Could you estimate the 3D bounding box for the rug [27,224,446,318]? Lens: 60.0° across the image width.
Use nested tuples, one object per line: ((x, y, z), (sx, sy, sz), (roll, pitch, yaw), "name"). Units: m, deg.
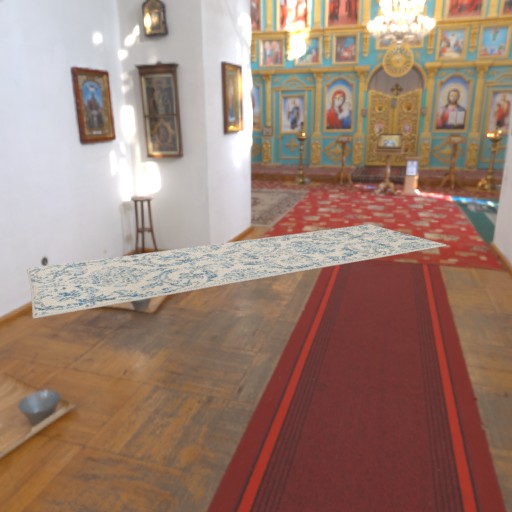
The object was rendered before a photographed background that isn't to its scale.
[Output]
((0.000, 0.000, 2.390), (2.196, 0.011, 0.662), (-8, 18, -27), "rug")
